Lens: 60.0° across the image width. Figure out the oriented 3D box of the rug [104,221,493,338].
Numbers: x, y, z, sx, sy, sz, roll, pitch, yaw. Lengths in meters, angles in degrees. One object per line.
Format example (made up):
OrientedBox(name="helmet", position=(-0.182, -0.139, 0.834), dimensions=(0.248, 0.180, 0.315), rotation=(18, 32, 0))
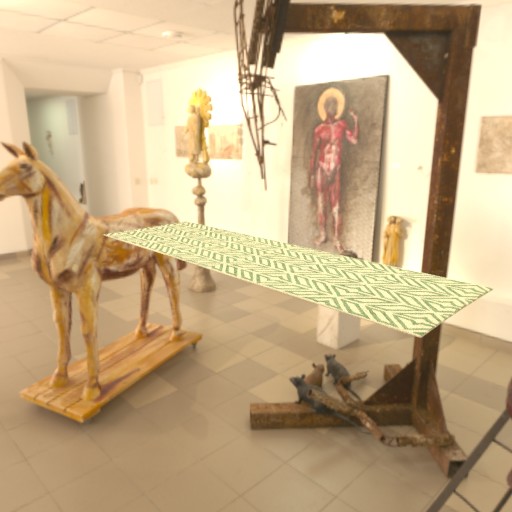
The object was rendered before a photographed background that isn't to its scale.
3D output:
OrientedBox(name="rug", position=(0.000, 0.000, 2.675), dimensions=(0.750, 0.009, 2.435), rotation=(-14, 21, -43))
